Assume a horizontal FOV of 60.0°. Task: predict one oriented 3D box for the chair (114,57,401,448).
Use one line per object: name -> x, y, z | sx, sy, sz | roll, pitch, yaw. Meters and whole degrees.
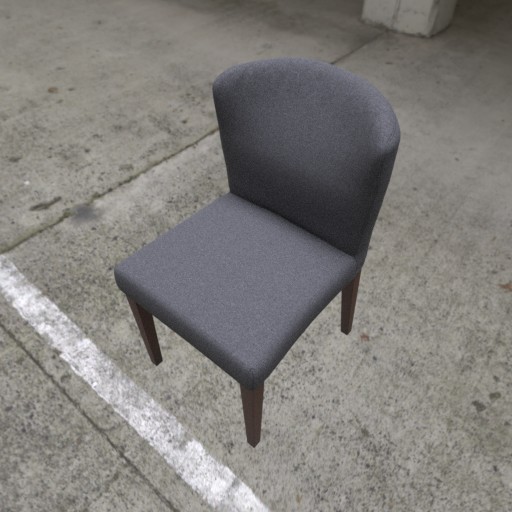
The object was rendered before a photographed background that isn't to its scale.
chair -> 0.000, 0.000, 1.185 | 0.491, 0.839, 0.592 | 31, 53, 26
